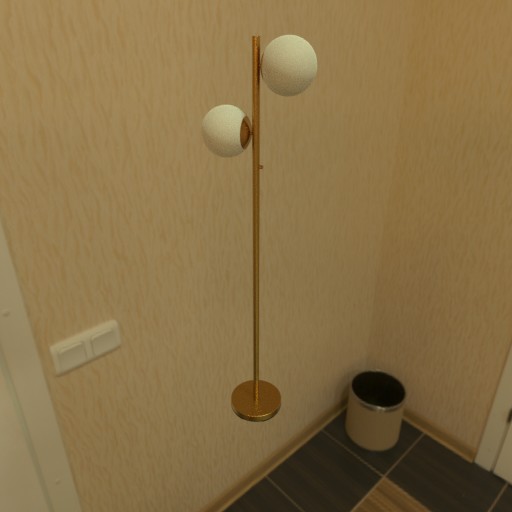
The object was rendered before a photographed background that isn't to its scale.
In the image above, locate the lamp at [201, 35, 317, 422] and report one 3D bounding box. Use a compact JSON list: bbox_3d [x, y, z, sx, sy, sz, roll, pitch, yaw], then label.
[{"bbox_3d":[0.000,0.000,1.838,0.419,1.641,0.249,8,28,16],"label":"lamp"}]
